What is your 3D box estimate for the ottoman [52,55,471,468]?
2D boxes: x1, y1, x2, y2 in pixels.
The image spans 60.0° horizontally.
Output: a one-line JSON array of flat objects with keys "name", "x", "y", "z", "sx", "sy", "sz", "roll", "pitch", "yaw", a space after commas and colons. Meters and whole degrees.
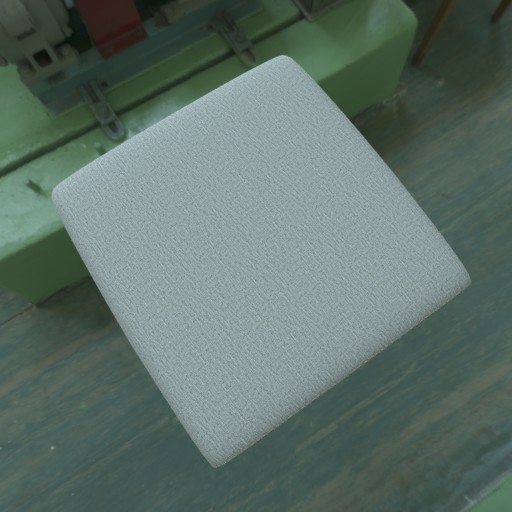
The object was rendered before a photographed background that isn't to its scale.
[{"name": "ottoman", "x": 0.000, "y": 0.000, "z": 1.047, "sx": 0.649, "sy": 0.398, "sz": 0.650, "roll": -33, "pitch": 78, "yaw": -8}]
